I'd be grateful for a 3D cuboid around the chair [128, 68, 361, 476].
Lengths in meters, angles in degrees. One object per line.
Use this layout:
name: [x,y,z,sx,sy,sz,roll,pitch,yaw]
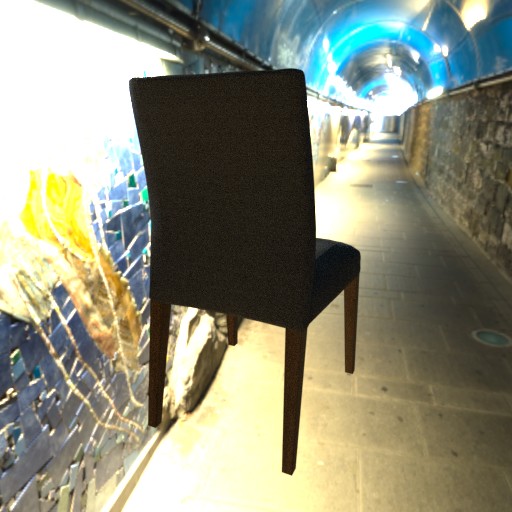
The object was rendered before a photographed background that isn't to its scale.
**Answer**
chair: [0.000,0.000,1.281,0.496,0.940,0.585,8,18,24]
